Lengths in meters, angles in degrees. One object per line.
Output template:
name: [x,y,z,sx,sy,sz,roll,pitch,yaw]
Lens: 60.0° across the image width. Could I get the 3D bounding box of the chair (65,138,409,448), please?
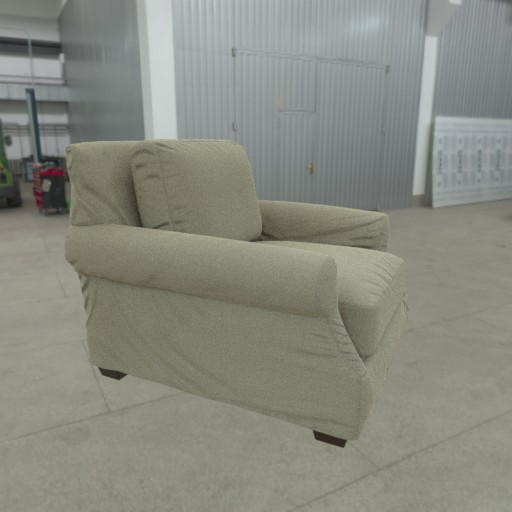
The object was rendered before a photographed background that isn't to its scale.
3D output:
chair: [0.000,0.000,1.685,1.066,0.866,0.940,7,16,25]
